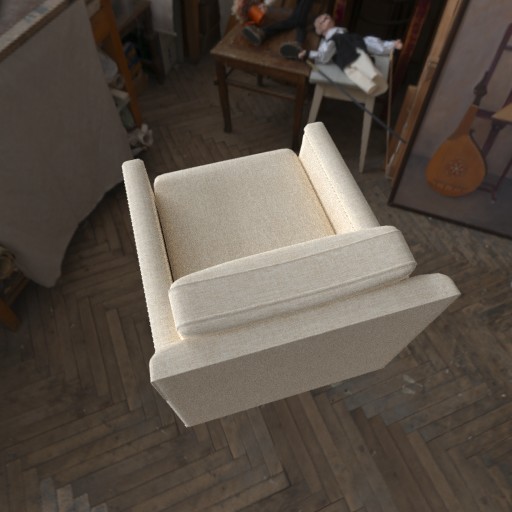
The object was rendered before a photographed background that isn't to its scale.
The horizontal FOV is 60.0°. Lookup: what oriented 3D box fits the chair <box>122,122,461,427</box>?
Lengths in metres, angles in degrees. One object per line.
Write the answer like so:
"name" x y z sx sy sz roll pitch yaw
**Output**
"chair" 0.000 0.000 1.715 0.838 0.940 1.041 -14 58 -9
